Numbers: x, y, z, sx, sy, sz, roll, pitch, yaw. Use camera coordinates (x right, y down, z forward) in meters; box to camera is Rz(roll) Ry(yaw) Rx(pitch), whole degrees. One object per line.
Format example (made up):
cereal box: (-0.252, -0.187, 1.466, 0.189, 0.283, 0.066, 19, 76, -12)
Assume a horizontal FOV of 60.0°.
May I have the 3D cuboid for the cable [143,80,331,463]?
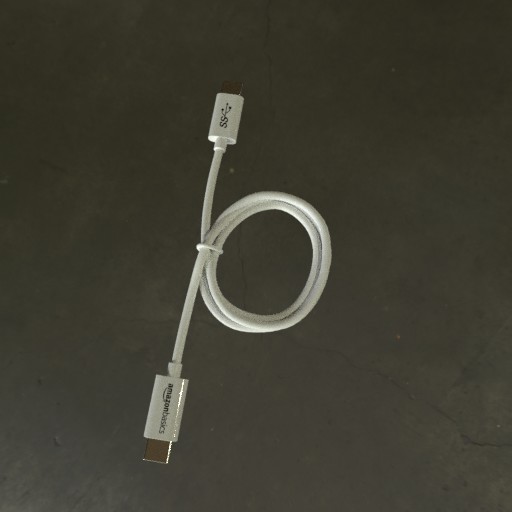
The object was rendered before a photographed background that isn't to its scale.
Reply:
cable: (0.000, 0.000, 0.205, 0.070, 0.014, 0.186, 8, 74, 2)
